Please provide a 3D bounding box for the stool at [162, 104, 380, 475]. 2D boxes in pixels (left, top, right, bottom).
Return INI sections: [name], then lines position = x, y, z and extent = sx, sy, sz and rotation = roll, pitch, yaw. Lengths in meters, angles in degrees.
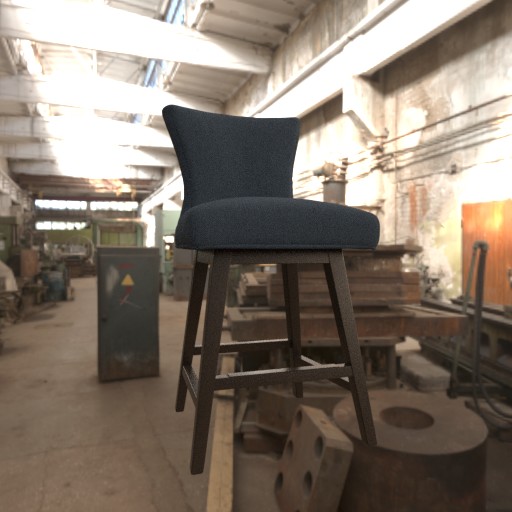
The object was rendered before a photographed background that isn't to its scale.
[stool]
position = 0.000, 0.000, 1.343
extent = 0.514, 1.000, 0.574
rotation = 0, 1, -19
